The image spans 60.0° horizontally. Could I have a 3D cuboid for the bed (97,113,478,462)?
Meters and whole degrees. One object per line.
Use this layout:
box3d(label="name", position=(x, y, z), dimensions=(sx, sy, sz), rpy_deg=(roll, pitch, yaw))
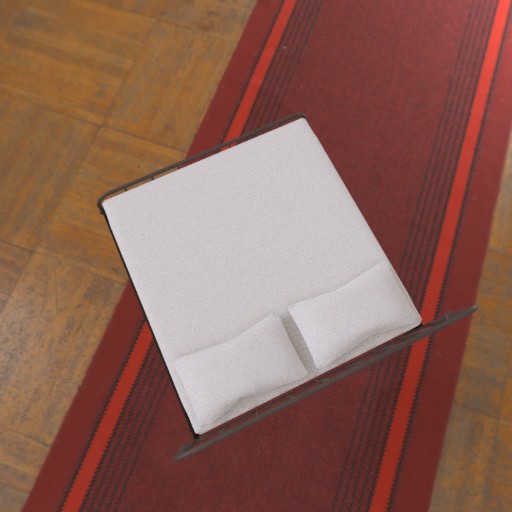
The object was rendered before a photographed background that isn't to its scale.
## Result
box3d(label="bed", position=(0.000, 0.000, 3.410), dimensions=(2.044, 1.446, 2.134), rpy_deg=(-24, 75, -7))
